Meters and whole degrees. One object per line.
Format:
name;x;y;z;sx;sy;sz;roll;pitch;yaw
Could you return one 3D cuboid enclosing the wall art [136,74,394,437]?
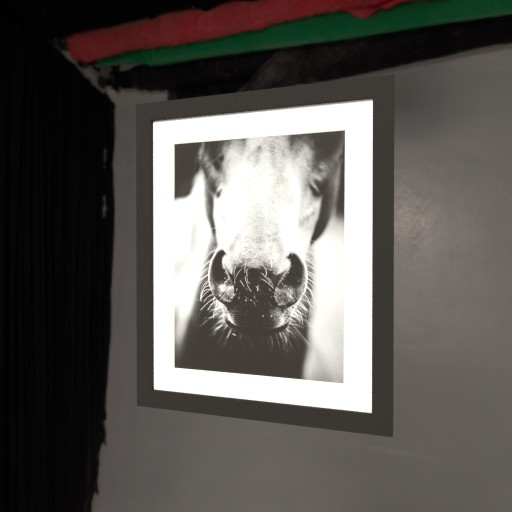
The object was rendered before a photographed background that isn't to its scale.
wall art;0.000;0.000;0.555;0.329;0.404;0.024;0;1;18
